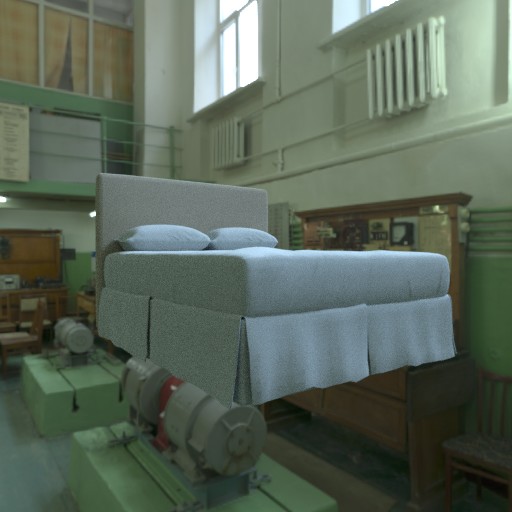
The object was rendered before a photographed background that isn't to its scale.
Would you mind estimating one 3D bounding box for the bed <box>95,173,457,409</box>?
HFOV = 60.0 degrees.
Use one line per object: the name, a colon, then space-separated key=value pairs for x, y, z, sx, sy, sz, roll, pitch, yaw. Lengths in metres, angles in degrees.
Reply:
bed: x=0.000 y=0.000 z=3.202 sx=1.748 sy=1.330 sz=2.142 roll=0 pitch=1 yaw=-36
